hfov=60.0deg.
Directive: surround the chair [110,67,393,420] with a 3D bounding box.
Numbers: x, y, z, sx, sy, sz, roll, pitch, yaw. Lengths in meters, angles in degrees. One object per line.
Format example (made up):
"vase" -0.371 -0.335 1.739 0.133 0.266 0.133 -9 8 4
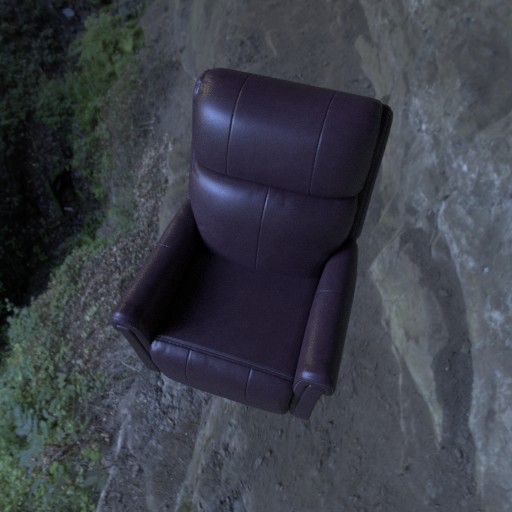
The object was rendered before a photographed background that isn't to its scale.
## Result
"chair" 0.000 0.000 1.797 0.838 1.054 1.014 15 60 9
